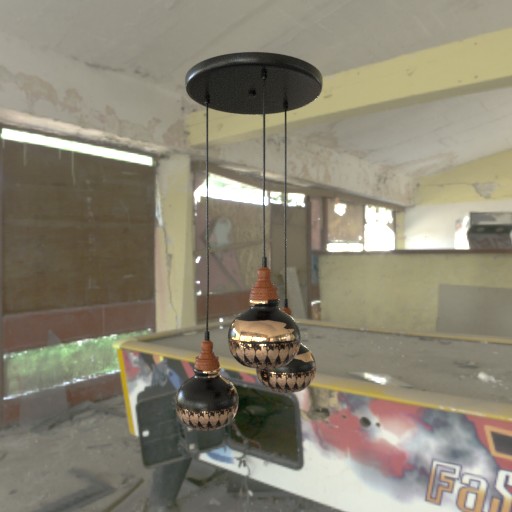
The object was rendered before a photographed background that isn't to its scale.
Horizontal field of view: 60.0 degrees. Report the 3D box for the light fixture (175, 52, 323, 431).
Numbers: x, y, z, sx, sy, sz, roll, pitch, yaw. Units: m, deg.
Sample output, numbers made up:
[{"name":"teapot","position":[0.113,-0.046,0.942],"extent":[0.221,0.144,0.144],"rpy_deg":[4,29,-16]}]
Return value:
[{"name":"light fixture","position":[0.000,0.000,1.786],"extent":[0.608,1.410,0.605],"rpy_deg":[0,0,-17]}]
